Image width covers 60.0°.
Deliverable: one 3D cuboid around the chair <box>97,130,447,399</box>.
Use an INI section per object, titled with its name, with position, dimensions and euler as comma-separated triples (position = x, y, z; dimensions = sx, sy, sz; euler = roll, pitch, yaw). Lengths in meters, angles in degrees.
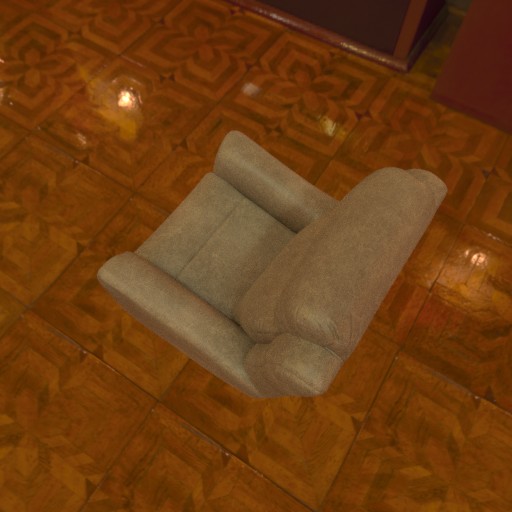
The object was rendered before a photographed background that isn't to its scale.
[chair]
position = 0.000, 0.000, 1.910
dimensions = 1.068, 1.116, 0.965
euler = 32, 68, 15
